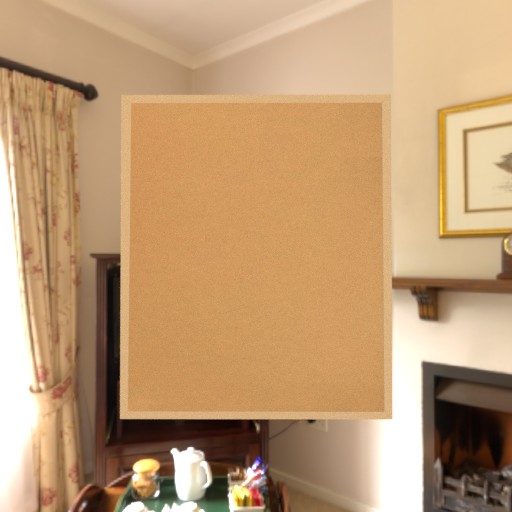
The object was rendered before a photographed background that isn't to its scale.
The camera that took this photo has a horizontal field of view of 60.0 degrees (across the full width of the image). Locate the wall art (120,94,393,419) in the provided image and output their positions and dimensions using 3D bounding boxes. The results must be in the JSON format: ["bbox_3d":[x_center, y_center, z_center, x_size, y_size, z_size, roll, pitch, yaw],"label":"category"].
[{"bbox_3d":[0.000,0.000,0.630,0.382,0.456,0.013,0,-1,0],"label":"wall art"}]
